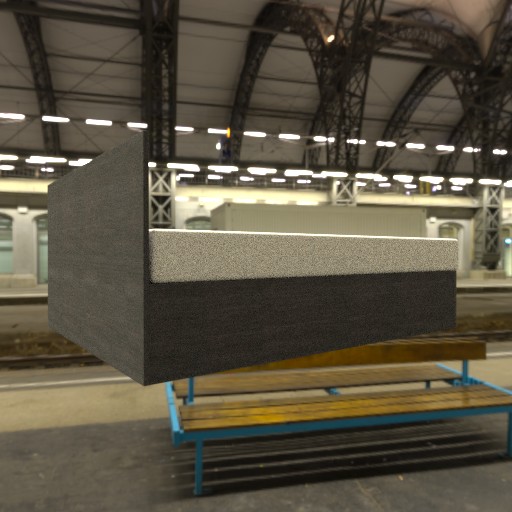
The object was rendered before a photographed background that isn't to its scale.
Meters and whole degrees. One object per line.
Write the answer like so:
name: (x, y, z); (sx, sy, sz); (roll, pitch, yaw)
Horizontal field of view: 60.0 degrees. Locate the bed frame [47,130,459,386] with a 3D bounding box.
bed frame: (0.000, 0.000, 2.510); (1.900, 0.800, 1.400); (0, 1, -36)
